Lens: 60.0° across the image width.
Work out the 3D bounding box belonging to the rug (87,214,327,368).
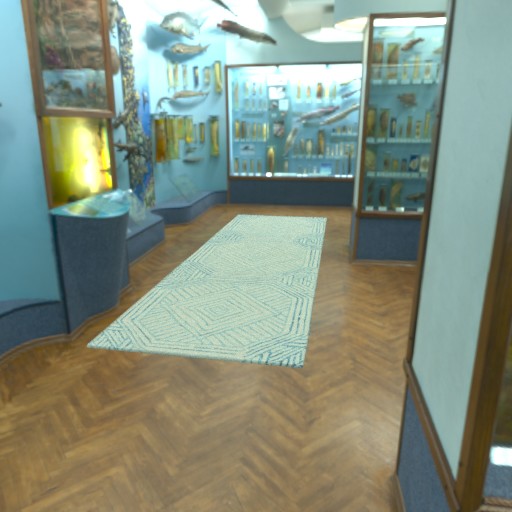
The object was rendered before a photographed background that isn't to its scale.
[{"bbox_3d":[0.000,0.000,2.662,0.775,0.012,2.452,3,17,10],"label":"rug"}]
